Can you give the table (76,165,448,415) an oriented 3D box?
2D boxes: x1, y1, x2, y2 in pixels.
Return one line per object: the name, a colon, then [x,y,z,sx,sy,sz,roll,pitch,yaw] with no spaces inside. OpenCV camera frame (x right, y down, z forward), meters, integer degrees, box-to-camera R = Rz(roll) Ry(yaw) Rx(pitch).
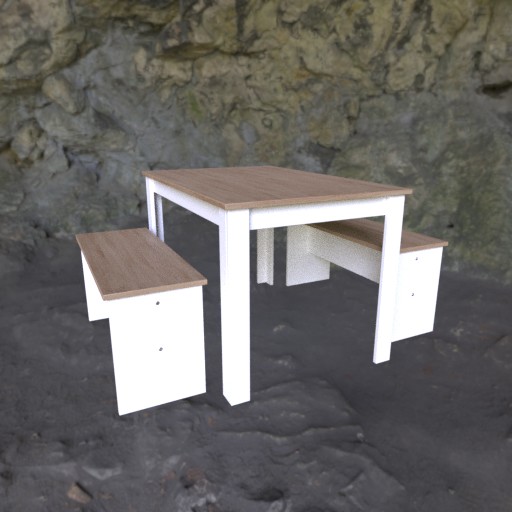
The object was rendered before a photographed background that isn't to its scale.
table: [0.000,0.000,2.018,1.443,0.700,1.100,-8,18,-25]
